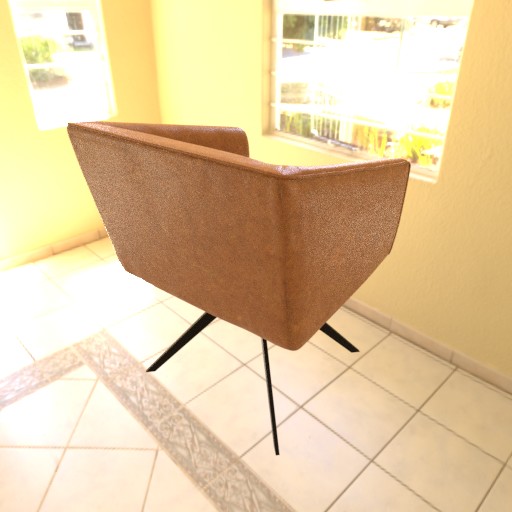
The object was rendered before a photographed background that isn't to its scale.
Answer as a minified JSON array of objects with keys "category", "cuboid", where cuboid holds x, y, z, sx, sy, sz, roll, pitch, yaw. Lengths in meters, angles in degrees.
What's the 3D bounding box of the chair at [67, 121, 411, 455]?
[{"category":"chair","cuboid":[0.000,0.000,1.207,0.588,0.760,0.625,20,36,31]}]
